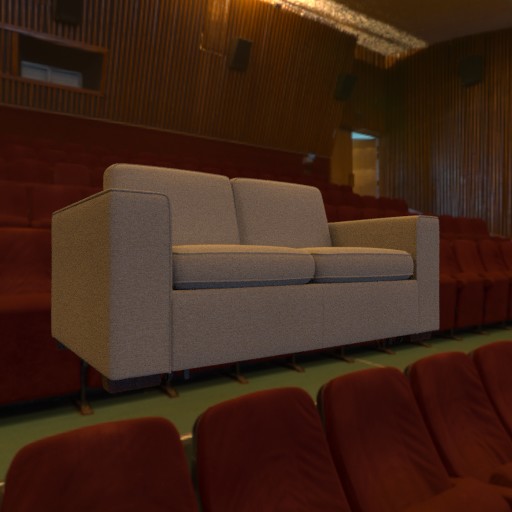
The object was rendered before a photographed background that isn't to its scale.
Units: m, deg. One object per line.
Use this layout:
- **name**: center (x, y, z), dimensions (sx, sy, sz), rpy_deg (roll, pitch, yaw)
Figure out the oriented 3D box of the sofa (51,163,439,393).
- **sofa**: center (0.000, 0.000, 2.334), dimensions (1.812, 0.924, 1.007), rpy_deg (0, 0, -35)
